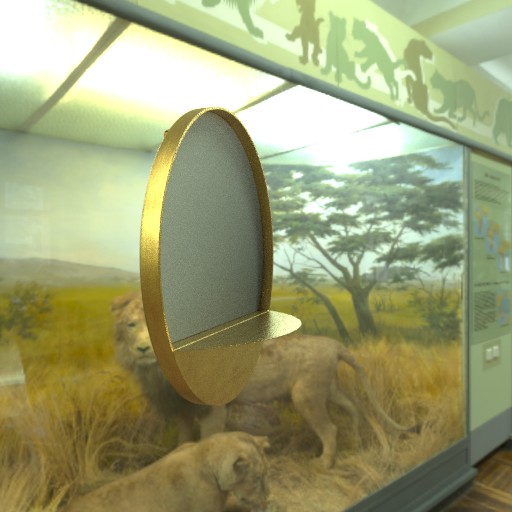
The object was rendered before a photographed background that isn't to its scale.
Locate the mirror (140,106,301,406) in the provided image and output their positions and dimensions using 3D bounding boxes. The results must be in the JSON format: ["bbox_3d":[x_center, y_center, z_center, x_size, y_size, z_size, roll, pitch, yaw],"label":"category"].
[{"bbox_3d":[0.000,0.000,0.698,0.133,0.457,0.457,0,0,19],"label":"mirror"}]
